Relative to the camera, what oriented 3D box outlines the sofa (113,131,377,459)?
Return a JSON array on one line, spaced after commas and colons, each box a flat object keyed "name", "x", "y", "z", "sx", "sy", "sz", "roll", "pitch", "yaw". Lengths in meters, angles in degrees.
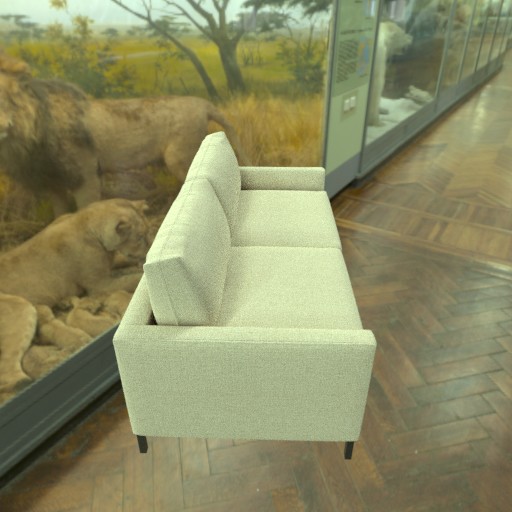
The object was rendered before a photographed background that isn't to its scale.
[{"name": "sofa", "x": 0.000, "y": 0.000, "z": 2.124, "sx": 0.839, "sy": 0.812, "sz": 1.651, "roll": 1, "pitch": 30, "yaw": 2}]
